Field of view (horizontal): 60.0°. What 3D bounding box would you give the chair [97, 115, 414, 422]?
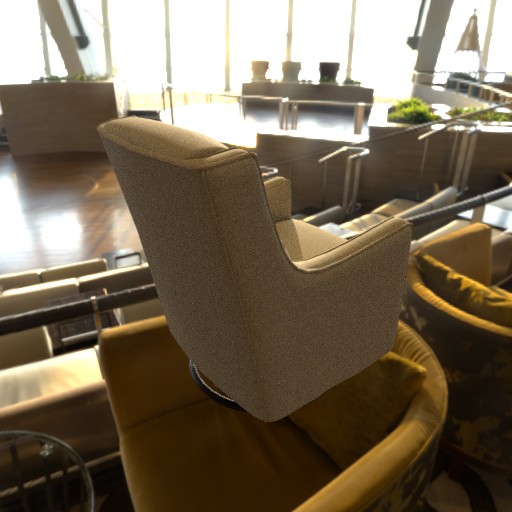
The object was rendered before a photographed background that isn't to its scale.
[{"bbox_3d":[0.000,0.000,1.613,0.879,0.993,0.732,-19,32,-33],"label":"chair"}]
